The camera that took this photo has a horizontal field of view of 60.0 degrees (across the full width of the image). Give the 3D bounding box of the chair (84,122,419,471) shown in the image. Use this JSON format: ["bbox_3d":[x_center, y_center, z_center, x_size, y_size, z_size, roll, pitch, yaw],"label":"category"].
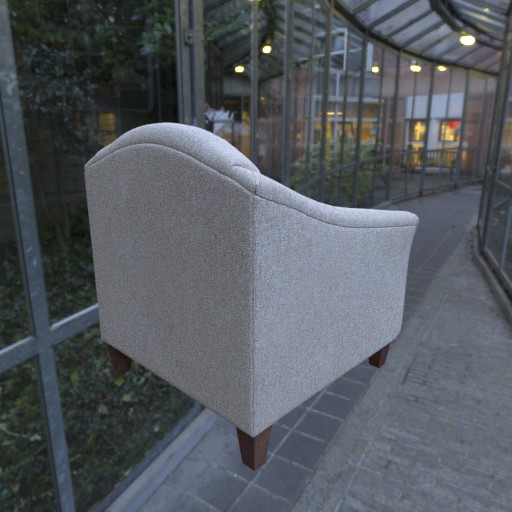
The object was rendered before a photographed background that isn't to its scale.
[{"bbox_3d":[0.000,0.000,1.473,0.763,0.839,0.787,15,21,42],"label":"chair"}]
